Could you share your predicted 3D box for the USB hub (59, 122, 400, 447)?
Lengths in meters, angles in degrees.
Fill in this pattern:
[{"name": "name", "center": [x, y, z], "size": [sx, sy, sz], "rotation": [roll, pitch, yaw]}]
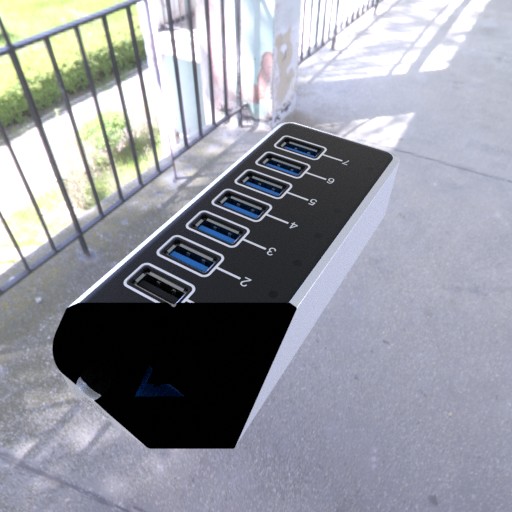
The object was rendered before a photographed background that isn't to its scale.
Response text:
[{"name": "USB hub", "center": [0.000, 0.000, 0.126], "size": [0.044, 0.023, 0.110], "rotation": [24, 50, 22]}]
